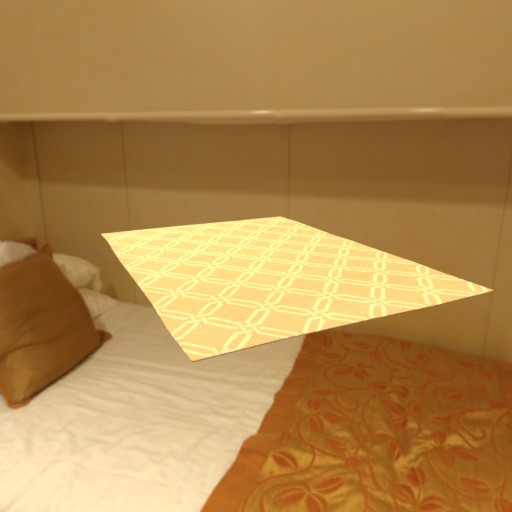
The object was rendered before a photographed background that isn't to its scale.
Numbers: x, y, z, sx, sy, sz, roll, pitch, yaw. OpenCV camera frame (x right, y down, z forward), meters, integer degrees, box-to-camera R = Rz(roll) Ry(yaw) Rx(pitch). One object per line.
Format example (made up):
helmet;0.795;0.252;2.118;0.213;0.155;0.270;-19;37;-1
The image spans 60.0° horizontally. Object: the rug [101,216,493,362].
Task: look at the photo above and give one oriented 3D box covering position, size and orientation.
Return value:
rug;0.000;0.000;4.322;2.452;0.020;3.365;-8;18;-25
